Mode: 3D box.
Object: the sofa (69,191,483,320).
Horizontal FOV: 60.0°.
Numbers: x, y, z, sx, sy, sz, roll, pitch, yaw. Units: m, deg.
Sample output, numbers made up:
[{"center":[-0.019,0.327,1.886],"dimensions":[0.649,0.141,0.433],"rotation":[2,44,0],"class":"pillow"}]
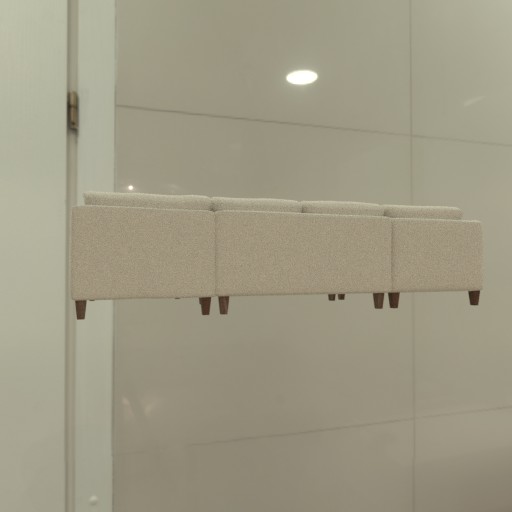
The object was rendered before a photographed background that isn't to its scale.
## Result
[{"center":[0.000,0.000,4.411],"dimensions":[3.238,0.853,2.551],"rotation":[0,-1,-18],"class":"sofa"}]
